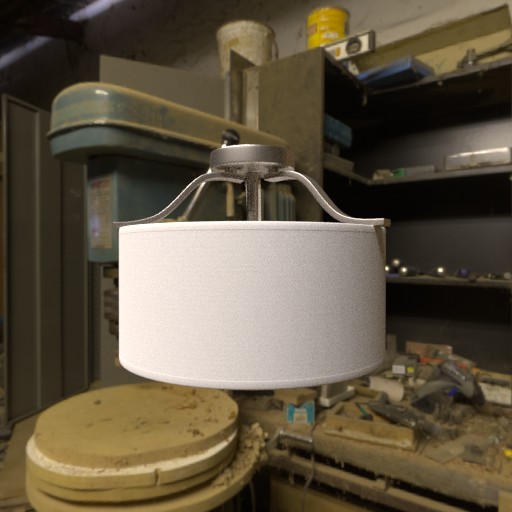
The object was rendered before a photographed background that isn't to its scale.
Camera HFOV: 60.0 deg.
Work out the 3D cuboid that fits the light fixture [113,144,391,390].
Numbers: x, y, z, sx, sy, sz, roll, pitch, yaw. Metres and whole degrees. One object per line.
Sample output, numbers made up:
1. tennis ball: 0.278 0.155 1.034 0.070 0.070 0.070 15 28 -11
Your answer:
1. light fixture: 0.000 0.000 0.659 0.395 0.304 0.395 0 0 0
